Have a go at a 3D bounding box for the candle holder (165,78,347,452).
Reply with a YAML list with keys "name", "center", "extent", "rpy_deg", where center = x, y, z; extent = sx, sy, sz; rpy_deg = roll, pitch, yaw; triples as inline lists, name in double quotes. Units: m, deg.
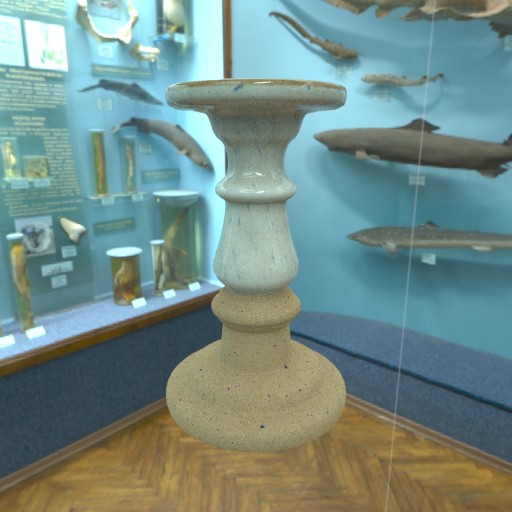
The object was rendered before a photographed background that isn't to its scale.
- name: "candle holder"
  center: [0.000, 0.000, 0.284]
  extent: [0.123, 0.202, 0.123]
  rpy_deg: [0, 15, 0]
